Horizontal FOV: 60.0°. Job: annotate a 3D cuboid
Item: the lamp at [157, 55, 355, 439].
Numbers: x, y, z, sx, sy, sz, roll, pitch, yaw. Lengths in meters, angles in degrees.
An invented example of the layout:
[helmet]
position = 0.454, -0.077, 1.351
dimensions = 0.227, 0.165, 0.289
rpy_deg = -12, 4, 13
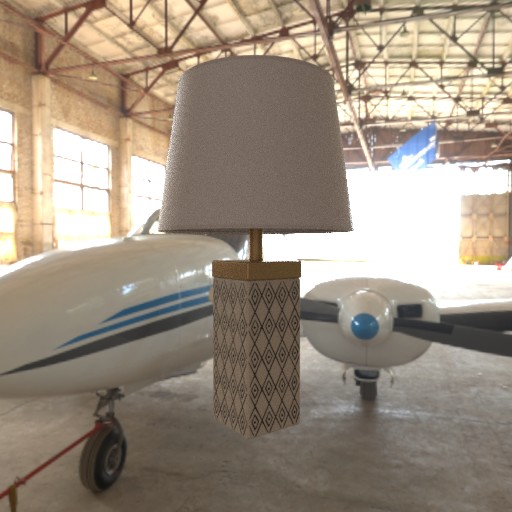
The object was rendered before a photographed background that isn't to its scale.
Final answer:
[lamp]
position = 0.000, 0.000, 0.578
dimensions = 0.251, 0.435, 0.251
rpy_deg = 0, 1, 0
